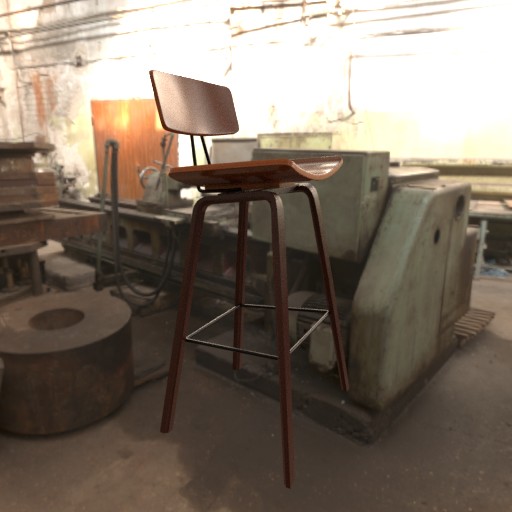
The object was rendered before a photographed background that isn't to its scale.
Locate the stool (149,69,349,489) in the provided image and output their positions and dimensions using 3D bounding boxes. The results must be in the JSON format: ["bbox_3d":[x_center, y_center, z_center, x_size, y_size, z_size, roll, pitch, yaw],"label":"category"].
[{"bbox_3d":[0.000,0.000,1.245,0.440,0.969,0.509,7,15,26],"label":"stool"}]
